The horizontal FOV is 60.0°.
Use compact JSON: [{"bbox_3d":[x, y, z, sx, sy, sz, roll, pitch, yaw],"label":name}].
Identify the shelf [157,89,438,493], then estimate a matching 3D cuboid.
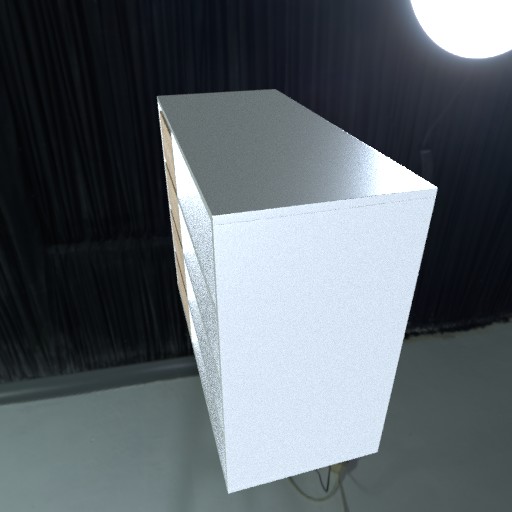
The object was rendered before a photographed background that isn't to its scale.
[{"bbox_3d":[0.000,0.000,1.276,0.396,0.732,0.895,-9,32,-14],"label":"shelf"}]
